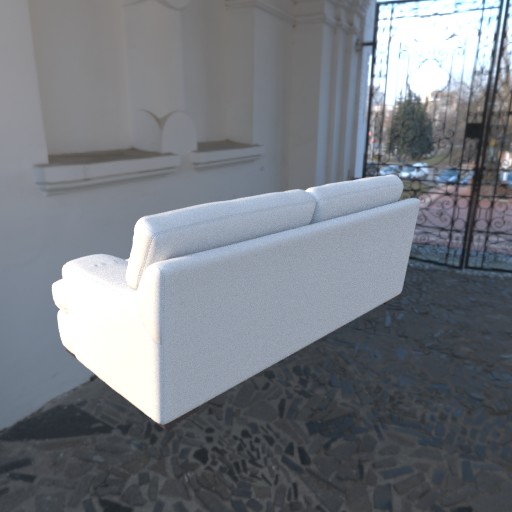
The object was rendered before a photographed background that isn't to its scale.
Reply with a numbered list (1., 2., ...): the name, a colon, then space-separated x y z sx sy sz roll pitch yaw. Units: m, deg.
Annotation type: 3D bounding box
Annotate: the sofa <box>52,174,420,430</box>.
1. sofa: 0.000 0.000 2.824 1.143 0.940 2.261 16 23 42
